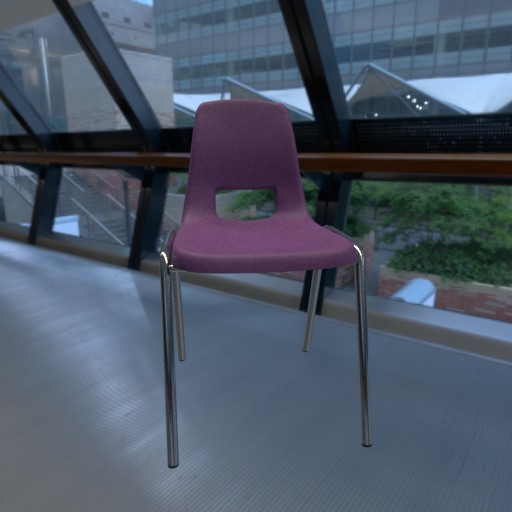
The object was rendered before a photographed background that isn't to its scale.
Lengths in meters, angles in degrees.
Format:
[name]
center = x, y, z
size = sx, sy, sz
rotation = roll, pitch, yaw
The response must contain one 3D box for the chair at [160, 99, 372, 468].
[chair]
center = 0.000, 0.000, 0.927
size = 0.381, 0.654, 0.432
rotation = -2, 15, -8
